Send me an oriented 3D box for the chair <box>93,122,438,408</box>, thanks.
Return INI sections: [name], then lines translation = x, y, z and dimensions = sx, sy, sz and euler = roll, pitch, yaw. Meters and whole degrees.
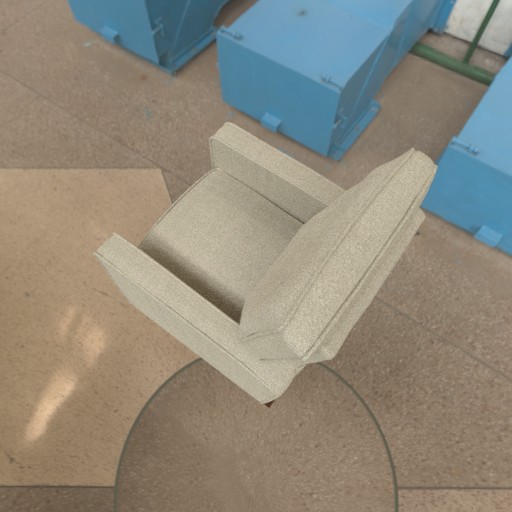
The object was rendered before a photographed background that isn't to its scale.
[chair]
translation = 0.000, 0.000, 1.414
dimensions = 0.754, 0.888, 0.648
euler = 33, 68, 16
